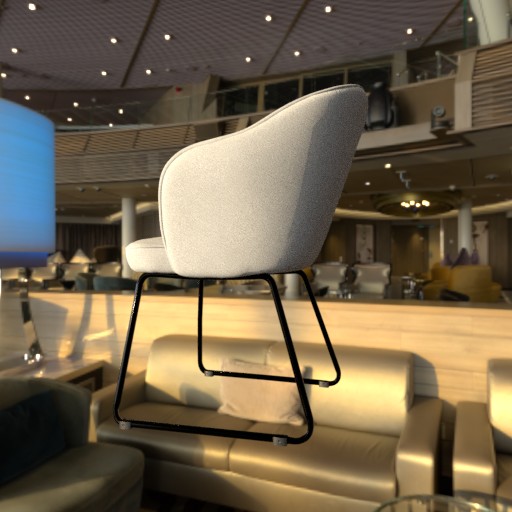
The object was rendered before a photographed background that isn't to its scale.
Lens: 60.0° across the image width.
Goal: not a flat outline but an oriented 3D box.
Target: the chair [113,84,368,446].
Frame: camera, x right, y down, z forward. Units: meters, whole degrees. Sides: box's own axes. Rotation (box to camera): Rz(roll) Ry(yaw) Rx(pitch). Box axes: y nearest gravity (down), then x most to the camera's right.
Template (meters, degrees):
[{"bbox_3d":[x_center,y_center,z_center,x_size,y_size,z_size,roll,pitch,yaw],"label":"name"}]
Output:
[{"bbox_3d":[0.000,0.000,1.207,0.592,0.817,0.570,0,0,17],"label":"chair"}]
